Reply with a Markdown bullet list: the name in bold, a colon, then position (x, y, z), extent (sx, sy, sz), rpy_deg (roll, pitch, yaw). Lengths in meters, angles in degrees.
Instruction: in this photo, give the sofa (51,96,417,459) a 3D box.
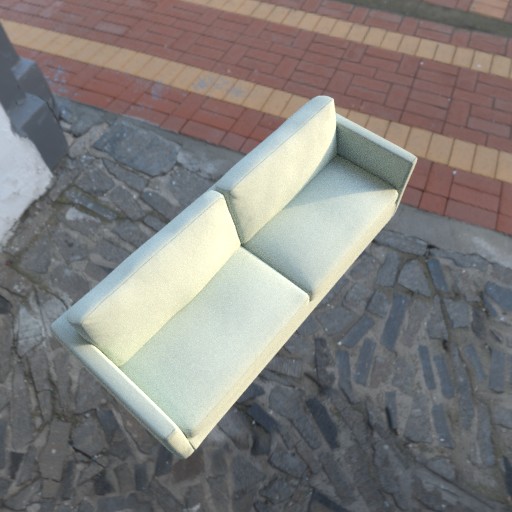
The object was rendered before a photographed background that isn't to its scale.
- **sofa**: position (0.000, 0.000, 2.958), extent (0.948, 0.965, 2.434), rpy_deg (36, 65, 20)
